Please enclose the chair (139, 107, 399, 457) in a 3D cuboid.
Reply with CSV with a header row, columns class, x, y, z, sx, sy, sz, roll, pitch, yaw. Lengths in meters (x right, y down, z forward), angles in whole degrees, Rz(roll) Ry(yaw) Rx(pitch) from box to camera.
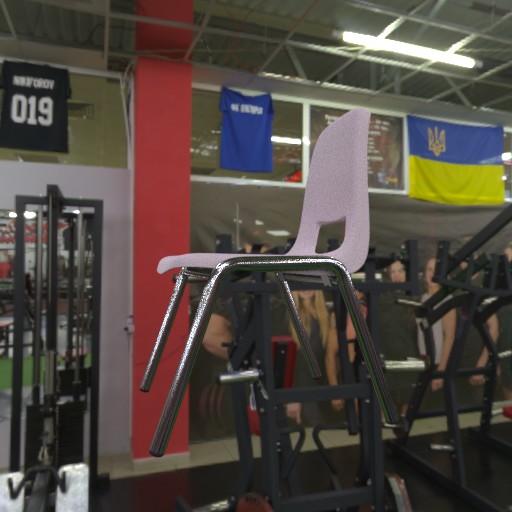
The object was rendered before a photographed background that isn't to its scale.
class,x,y,z,sx,sy,sz,roll,pitch,yaw
chair,0.000,0.000,0.862,0.423,0.586,0.354,0,-1,-17
